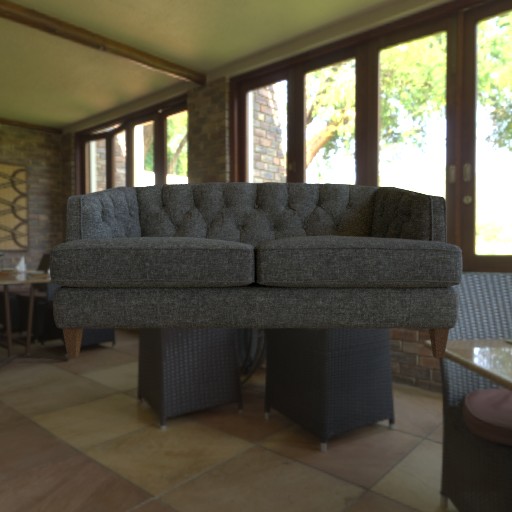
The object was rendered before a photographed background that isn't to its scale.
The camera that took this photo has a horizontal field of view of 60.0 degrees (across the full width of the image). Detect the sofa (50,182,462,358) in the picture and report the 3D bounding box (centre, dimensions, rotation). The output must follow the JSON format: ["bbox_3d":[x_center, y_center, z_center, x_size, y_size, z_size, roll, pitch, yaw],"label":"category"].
[{"bbox_3d":[0.000,0.000,2.261,1.733,0.855,0.941,0,1,0],"label":"sofa"}]
